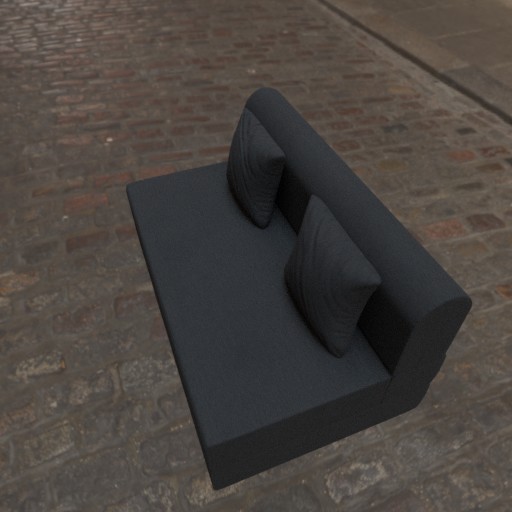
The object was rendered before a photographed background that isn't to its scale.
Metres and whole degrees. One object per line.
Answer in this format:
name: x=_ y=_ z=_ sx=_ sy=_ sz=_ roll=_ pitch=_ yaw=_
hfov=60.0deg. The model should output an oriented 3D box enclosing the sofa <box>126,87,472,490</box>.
sofa: x=0.000 y=0.000 z=1.637 sx=0.762 sy=0.670 sz=1.225 roll=-16 pitch=48 yaw=-15
